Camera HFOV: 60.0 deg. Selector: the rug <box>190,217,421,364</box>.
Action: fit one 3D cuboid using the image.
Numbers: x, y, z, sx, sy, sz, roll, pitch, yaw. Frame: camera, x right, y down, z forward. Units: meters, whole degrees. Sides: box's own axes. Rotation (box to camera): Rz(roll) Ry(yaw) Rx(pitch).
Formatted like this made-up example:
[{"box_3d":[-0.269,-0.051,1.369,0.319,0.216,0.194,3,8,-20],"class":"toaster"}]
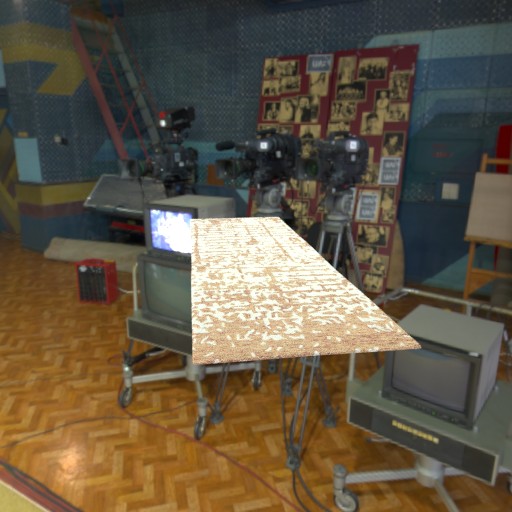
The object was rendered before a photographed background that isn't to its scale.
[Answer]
[{"box_3d":[0.000,0.000,2.572,0.750,0.011,2.435,-2,15,-8],"class":"rug"}]
